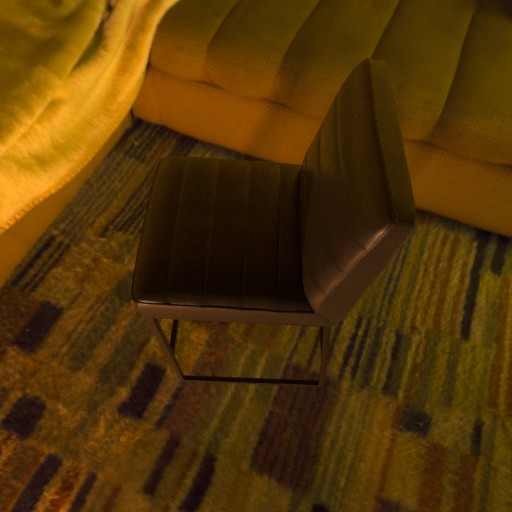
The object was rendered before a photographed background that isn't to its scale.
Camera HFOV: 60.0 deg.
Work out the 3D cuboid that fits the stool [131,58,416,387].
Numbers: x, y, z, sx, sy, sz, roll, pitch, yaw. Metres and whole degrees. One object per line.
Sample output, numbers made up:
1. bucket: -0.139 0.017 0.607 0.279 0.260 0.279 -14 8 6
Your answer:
1. stool: 0.000 0.000 1.219 0.552 0.938 0.457 2 58 1
